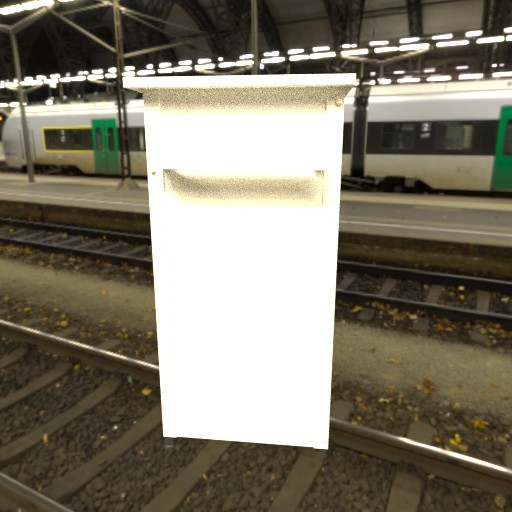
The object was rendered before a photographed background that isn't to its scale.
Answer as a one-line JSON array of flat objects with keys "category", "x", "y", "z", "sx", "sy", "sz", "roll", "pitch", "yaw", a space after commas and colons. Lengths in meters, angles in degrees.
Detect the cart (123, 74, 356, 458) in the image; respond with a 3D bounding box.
[{"category": "cart", "x": 0.000, "y": 0.000, "z": 1.249, "sx": 0.442, "sy": 0.864, "sz": 0.683, "roll": 2, "pitch": 15, "yaw": 6}]
